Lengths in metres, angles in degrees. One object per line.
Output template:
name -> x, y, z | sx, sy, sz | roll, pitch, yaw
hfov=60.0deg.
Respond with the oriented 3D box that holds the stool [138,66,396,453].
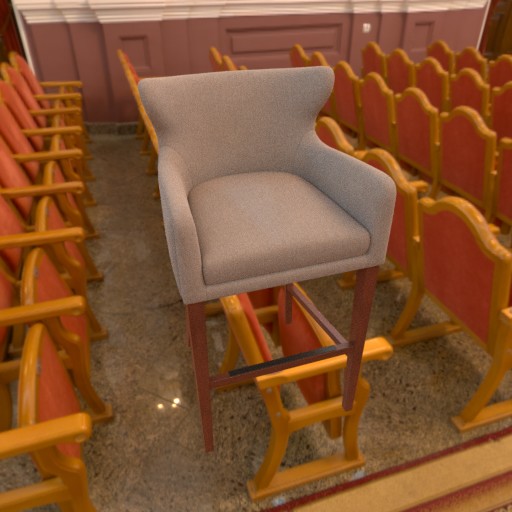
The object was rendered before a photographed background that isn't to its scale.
stool -> 0.000, 0.000, 1.412 | 0.575, 1.047, 0.575 | -10, 35, -15
